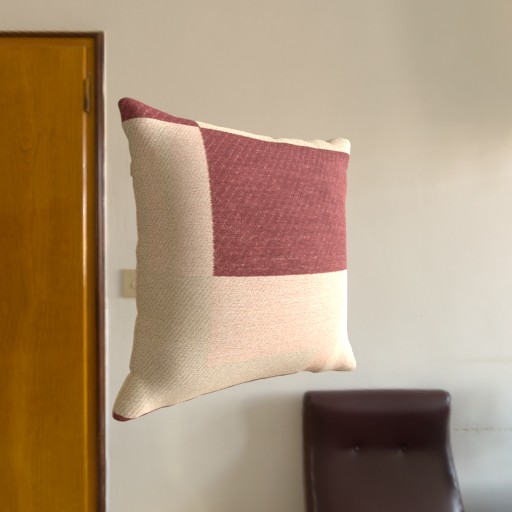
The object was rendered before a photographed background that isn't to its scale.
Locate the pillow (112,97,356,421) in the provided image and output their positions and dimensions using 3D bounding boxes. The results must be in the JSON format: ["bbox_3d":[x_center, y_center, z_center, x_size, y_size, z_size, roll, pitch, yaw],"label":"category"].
[{"bbox_3d":[0.000,0.000,0.826,0.536,0.506,0.229,0,1,-36],"label":"pillow"}]
